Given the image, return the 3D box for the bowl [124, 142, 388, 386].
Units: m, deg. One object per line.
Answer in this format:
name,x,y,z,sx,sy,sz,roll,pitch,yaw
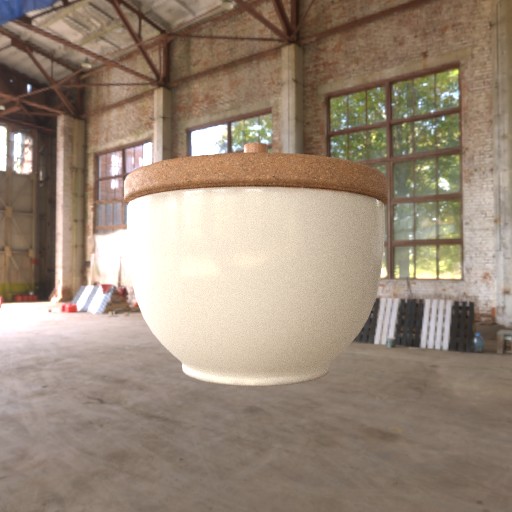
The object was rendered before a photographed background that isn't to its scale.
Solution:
bowl,0.000,0.000,0.220,0.126,0.110,0.126,0,-1,0
